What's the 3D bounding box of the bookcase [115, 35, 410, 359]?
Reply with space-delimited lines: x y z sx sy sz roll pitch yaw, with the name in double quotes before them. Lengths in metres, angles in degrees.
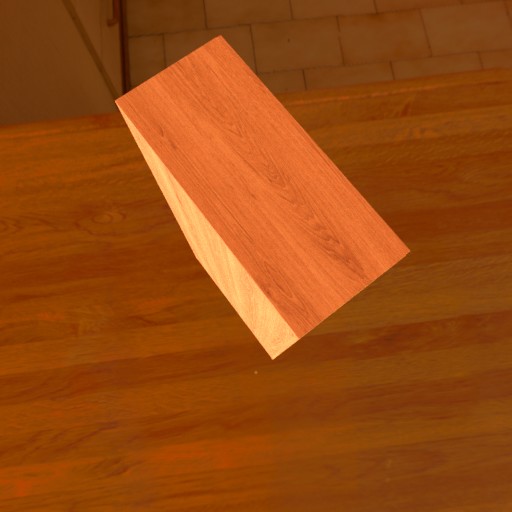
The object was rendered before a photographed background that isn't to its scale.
"bookcase" 0.000 0.000 2.339 0.420 2.020 0.950 -36 78 -9
